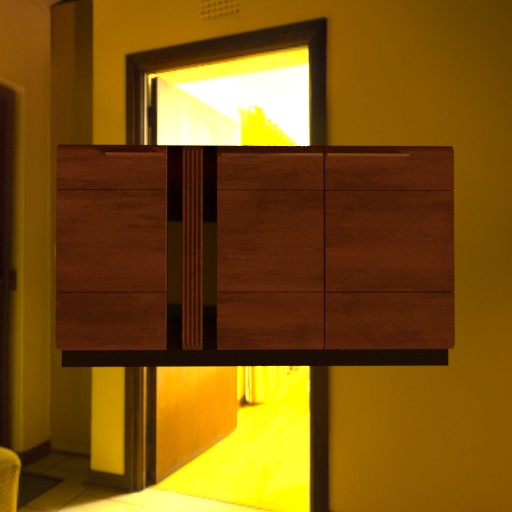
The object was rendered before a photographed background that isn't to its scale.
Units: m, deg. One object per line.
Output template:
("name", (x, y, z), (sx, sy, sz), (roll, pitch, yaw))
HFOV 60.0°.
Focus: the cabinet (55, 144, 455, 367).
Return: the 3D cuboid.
("cabinet", (0.000, 0.000, 1.964), (1.600, 0.900, 0.420), (0, -1, -1))
